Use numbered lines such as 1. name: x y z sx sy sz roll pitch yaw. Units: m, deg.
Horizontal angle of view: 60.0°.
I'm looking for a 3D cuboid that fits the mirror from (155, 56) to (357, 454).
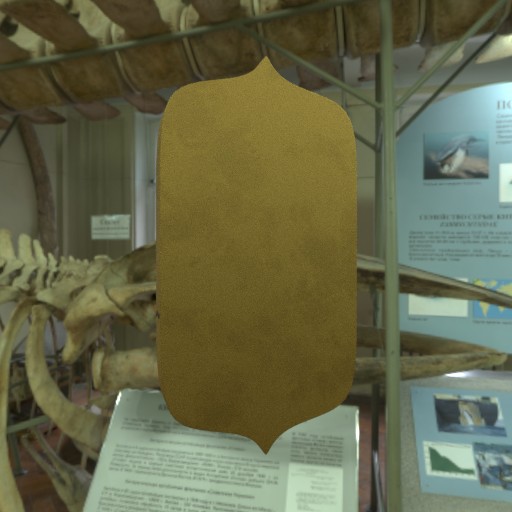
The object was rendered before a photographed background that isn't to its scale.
1. mirror: 0.000 0.000 0.726 0.323 0.613 0.096 0 1 -19
